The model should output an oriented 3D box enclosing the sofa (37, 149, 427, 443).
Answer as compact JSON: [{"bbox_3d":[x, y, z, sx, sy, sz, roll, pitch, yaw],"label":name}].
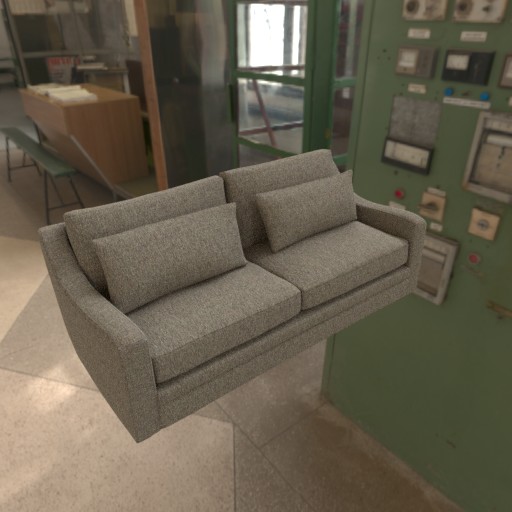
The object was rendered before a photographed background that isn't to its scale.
[{"bbox_3d":[0.000,0.000,3.003,2.418,0.998,1.103,-20,34,-32],"label":"sofa"}]
